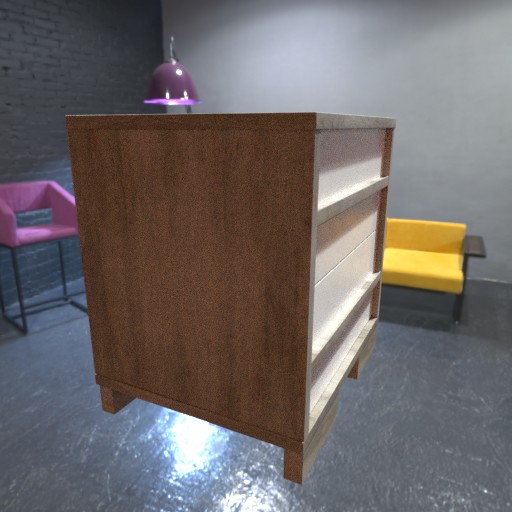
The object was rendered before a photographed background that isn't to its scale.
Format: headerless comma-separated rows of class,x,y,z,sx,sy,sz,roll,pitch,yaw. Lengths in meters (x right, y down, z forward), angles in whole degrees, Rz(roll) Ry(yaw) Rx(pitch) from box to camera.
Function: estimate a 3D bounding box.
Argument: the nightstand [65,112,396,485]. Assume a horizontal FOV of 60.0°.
nightstand,0.000,0.000,0.748,0.347,0.448,0.427,8,18,26
